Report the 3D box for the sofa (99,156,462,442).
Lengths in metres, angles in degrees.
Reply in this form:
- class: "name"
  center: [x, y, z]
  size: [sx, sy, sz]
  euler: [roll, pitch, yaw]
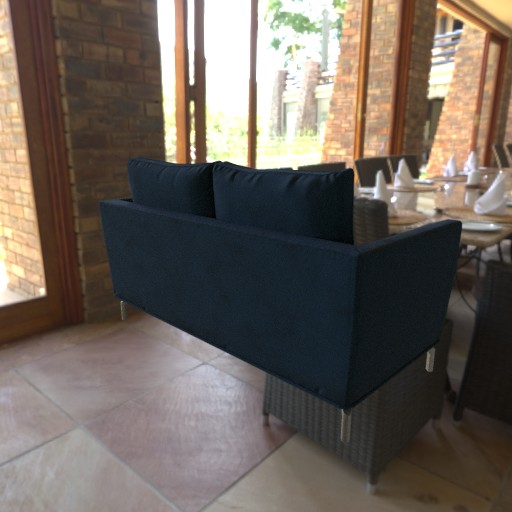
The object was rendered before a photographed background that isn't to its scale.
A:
- class: "sofa"
  center: [0.000, 0.000, 2.340]
  size: [1.770, 1.002, 0.853]
  euler: [14, 21, 43]
